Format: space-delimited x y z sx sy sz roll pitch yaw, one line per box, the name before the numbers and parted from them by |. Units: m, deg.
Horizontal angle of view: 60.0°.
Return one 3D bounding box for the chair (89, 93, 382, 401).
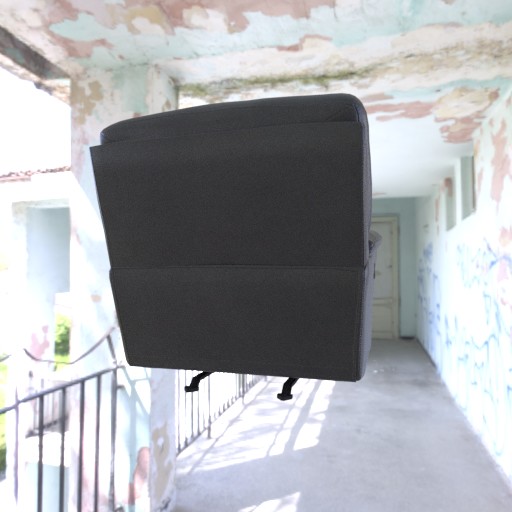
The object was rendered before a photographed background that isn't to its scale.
chair | 0.000 0.000 2.001 1.096 1.109 1.087 -1 -2 16
